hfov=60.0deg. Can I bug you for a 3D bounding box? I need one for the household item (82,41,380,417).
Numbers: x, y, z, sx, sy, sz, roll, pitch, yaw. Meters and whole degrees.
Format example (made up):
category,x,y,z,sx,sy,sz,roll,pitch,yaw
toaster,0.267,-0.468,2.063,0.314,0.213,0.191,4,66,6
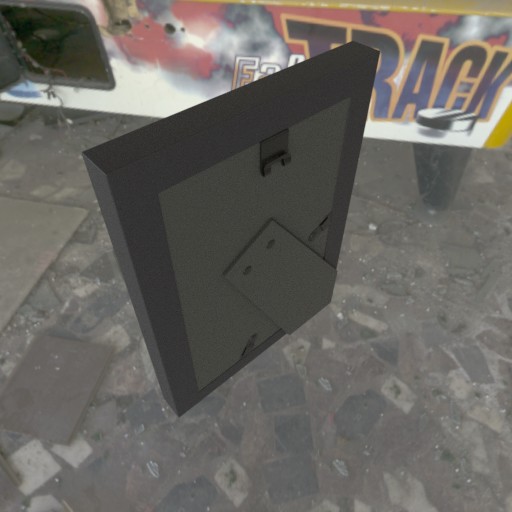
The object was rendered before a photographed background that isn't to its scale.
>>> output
category,x,y,z,sx,sy,sz,roll,pitch,yaw
household item,0.000,0.000,0.231,0.133,0.178,0.022,-33,55,-27
